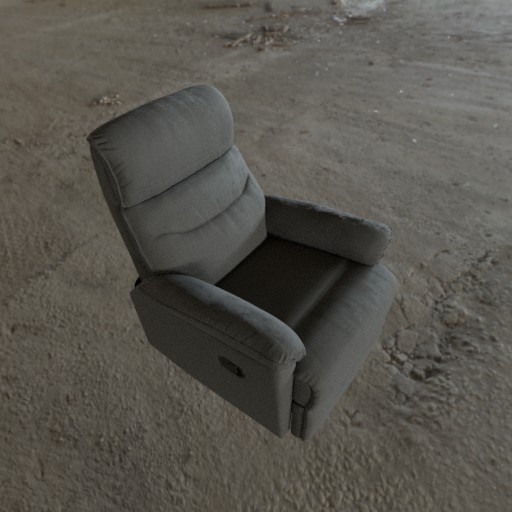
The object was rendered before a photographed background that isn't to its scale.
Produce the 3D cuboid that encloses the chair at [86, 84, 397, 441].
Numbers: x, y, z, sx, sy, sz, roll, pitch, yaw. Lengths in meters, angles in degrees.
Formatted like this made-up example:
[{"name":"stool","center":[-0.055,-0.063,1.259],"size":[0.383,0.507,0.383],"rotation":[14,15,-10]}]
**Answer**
[{"name":"chair","center":[0.000,0.000,1.727],"size":[1.004,1.037,0.820],"rotation":[25,47,26]}]
